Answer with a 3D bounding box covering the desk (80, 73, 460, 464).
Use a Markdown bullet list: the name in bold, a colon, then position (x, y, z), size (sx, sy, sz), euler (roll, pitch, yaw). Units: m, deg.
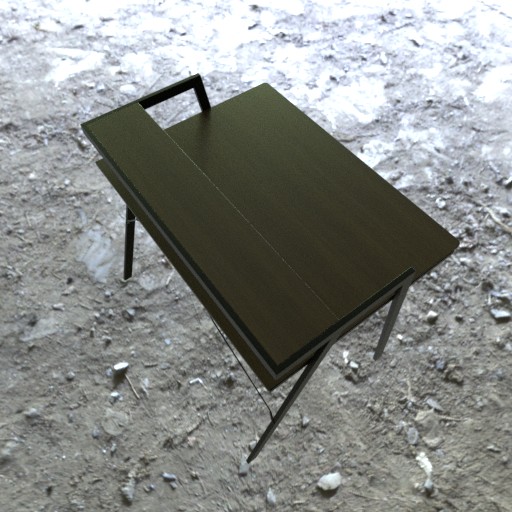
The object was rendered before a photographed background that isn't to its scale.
- **desk**: position (0.000, 0.000, 1.880), size (0.936, 0.998, 1.143), euler (-32, 62, -19)
